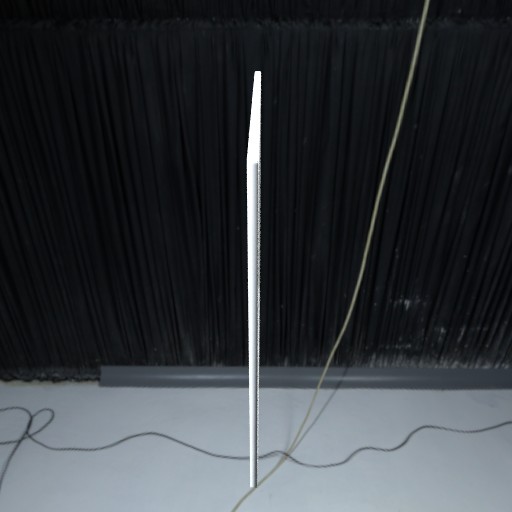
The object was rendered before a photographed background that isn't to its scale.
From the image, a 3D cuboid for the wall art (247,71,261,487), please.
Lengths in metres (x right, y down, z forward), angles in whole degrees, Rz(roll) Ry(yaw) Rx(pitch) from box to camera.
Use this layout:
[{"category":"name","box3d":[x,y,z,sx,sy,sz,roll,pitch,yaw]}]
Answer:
[{"category":"wall art","box3d":[0.000,0.000,0.864,0.013,0.584,0.584,0,31,1]}]
